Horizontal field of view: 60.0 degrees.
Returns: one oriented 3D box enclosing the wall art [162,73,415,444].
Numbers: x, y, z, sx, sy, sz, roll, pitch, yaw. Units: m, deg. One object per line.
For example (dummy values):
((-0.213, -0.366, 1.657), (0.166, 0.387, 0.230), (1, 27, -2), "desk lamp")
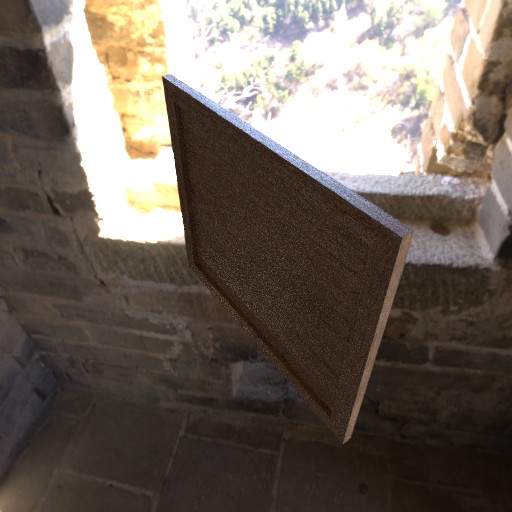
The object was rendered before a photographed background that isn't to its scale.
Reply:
((0.000, 0.000, 0.984), (0.026, 0.588, 0.690), (-26, 48, -25), "wall art")
